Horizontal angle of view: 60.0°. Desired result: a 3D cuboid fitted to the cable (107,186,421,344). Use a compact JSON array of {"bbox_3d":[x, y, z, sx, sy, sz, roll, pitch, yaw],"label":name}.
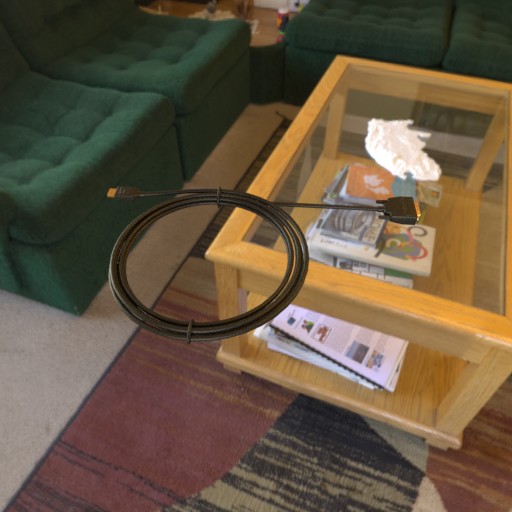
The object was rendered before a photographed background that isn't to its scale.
[{"bbox_3d":[0.000,0.000,0.530,0.422,0.030,0.257,3,47,3],"label":"cable"}]
